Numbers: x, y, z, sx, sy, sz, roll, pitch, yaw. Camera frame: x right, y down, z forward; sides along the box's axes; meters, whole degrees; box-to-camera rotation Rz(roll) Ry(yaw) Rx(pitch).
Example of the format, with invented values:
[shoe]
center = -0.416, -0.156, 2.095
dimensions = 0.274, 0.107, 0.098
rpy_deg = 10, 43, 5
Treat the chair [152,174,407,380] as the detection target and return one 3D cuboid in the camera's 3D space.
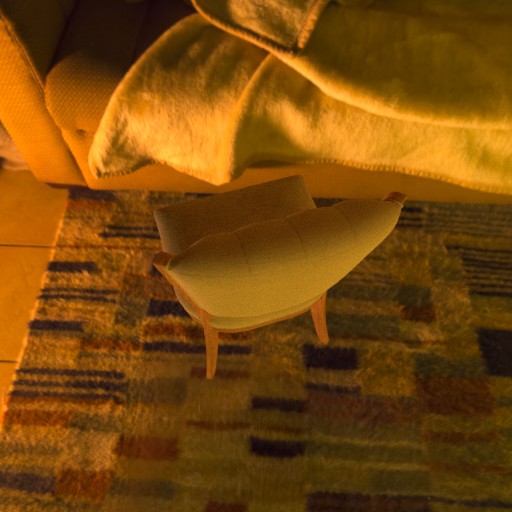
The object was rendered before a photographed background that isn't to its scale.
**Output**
[chair]
center = 0.000, 0.000, 1.262
dimensions = 0.513, 0.905, 0.584
rpy_deg = -15, 60, -9
